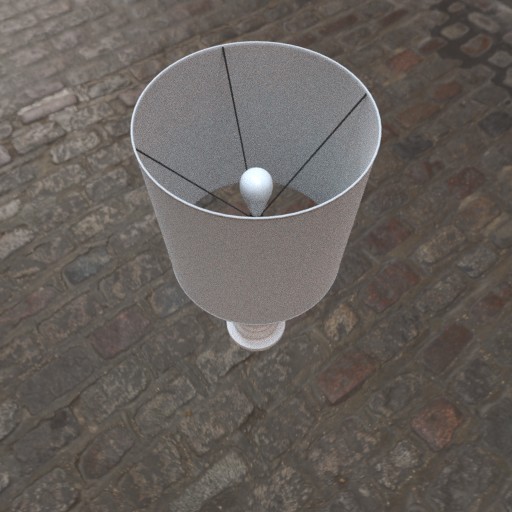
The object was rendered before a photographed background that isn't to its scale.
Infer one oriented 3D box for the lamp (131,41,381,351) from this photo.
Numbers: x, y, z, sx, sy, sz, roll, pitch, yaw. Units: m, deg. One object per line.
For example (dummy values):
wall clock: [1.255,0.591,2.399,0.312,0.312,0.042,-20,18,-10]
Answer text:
lamp: [0.000,0.000,0.568,0.208,0.455,0.208,-34,65,-19]
